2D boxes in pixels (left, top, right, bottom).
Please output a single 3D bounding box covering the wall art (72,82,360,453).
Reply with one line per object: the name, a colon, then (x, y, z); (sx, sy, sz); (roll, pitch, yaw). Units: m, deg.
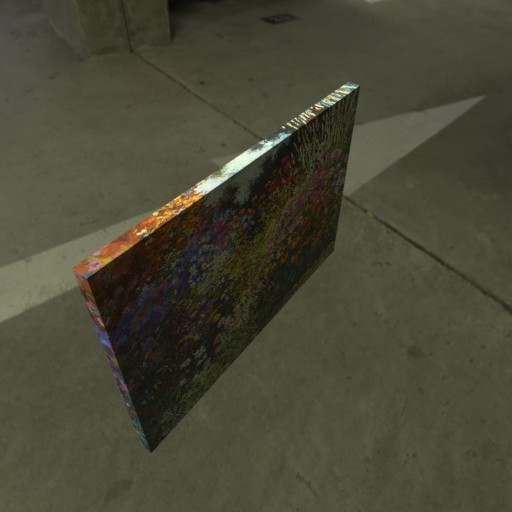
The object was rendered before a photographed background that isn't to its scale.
wall art: (0.000, 0.000, 1.146); (0.037, 0.604, 0.908); (26, 49, 26)
